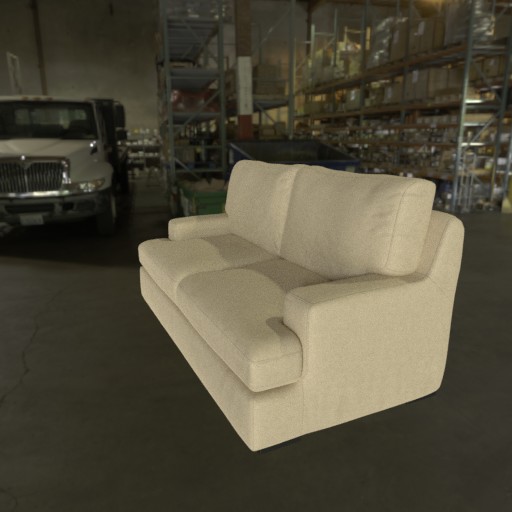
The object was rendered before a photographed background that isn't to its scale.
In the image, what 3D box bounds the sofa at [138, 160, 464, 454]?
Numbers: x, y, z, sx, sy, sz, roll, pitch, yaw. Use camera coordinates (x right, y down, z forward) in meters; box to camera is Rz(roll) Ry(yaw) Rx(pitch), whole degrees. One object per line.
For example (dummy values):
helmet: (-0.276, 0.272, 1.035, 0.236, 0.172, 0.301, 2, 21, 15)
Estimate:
sofa: (0.000, 0.000, 2.443, 0.962, 0.967, 1.885, -7, 17, -25)
